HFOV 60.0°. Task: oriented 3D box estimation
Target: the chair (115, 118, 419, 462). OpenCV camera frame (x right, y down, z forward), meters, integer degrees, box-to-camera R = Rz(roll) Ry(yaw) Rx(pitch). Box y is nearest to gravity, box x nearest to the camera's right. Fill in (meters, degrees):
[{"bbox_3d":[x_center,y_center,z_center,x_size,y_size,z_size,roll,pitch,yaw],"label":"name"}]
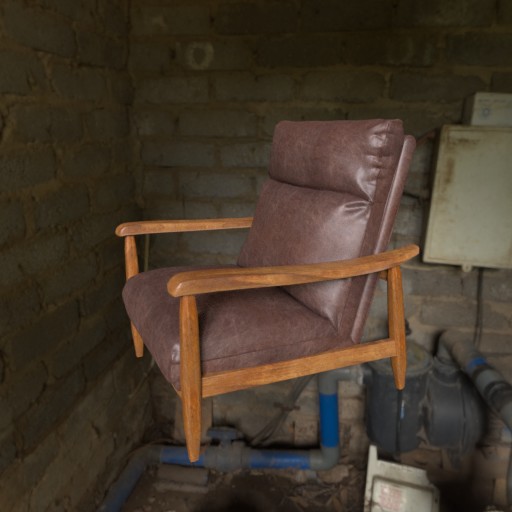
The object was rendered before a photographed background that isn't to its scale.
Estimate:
[{"bbox_3d":[0.000,0.000,1.518,0.830,0.897,0.782,-8,18,-26],"label":"chair"}]
